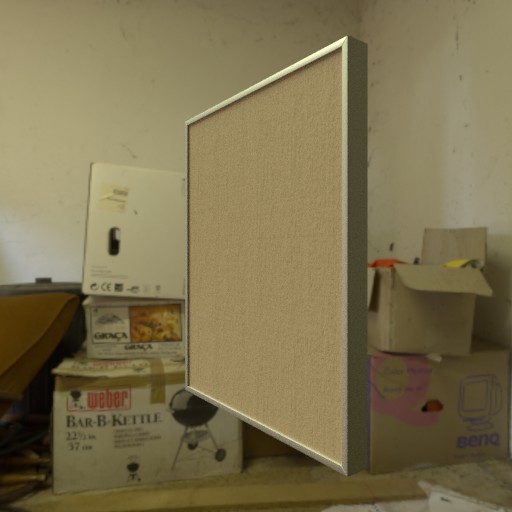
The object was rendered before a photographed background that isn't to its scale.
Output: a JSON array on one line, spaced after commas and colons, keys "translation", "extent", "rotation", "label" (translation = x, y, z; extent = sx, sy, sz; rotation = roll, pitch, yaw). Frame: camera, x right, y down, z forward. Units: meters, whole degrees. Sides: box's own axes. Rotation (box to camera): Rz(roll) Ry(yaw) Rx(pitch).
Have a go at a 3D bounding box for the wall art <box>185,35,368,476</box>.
[{"translation": [0.000, 0.000, 0.747], "extent": [0.039, 0.553, 0.445], "rotation": [0, 0, -36], "label": "wall art"}]
